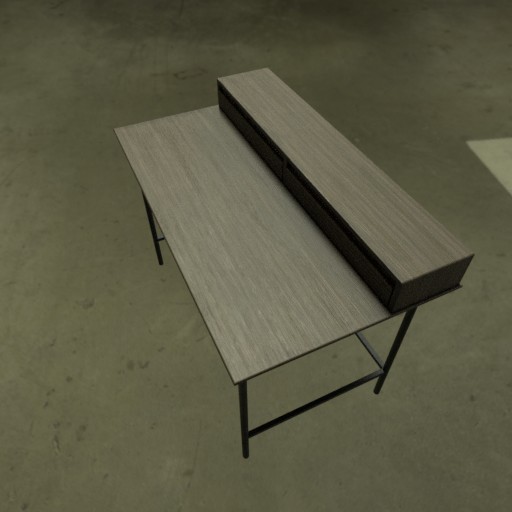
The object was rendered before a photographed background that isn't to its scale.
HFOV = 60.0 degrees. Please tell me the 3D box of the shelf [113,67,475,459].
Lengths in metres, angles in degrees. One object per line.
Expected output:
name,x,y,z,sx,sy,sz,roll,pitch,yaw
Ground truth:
shelf,0.000,0.000,1.719,0.685,0.865,1.212,-19,50,-17
